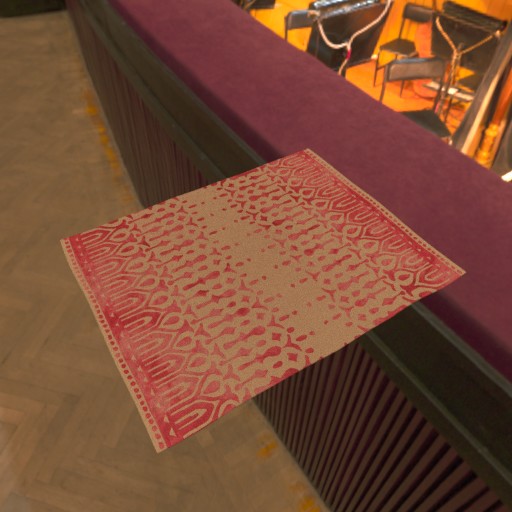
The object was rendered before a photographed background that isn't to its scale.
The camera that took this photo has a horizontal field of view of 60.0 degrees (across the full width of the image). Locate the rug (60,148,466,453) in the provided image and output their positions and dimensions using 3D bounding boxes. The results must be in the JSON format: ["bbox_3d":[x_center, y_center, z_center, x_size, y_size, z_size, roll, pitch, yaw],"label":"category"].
[{"bbox_3d":[0.000,0.000,4.231,3.095,0.016,2.441,-24,51,-21],"label":"rug"}]
